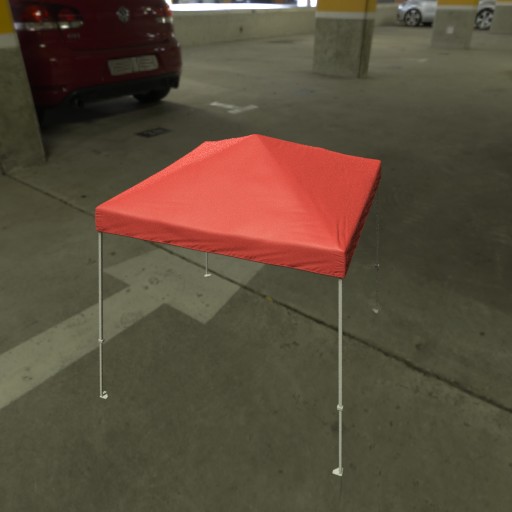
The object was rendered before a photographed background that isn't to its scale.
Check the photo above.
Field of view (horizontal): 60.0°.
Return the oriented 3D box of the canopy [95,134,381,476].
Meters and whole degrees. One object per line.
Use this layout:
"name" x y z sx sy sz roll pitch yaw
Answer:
"canopy" 0.000 0.000 5.195 2.848 2.849 2.849 11 32 18
